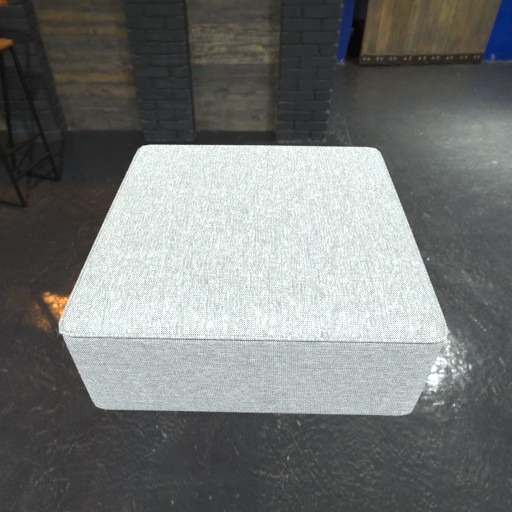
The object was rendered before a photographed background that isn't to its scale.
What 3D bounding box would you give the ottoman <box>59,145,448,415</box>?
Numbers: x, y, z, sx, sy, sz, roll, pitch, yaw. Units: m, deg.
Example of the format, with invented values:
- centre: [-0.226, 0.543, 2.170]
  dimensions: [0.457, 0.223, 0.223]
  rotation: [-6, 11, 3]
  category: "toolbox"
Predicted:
- centre: [0.000, 0.000, 1.592]
  dimensions: [1.005, 0.455, 1.005]
  rotation: [1, 42, 1]
  category: "ottoman"
